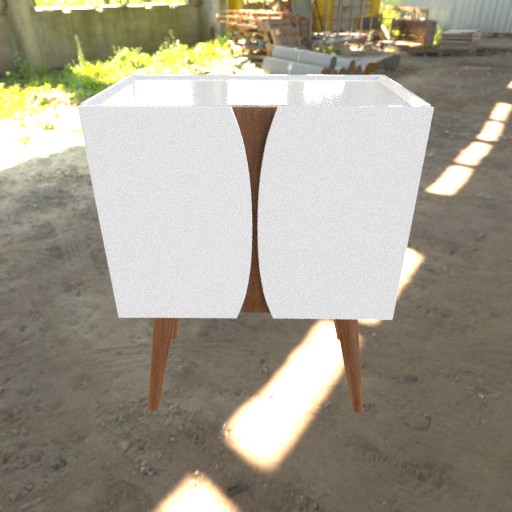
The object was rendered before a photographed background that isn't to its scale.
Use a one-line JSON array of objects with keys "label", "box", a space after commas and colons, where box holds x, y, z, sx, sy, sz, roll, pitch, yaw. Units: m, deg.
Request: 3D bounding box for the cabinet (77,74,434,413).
[{"label": "cabinet", "box": [0.000, 0.000, 1.072, 0.591, 0.772, 0.344, 0, 30, 1]}]
